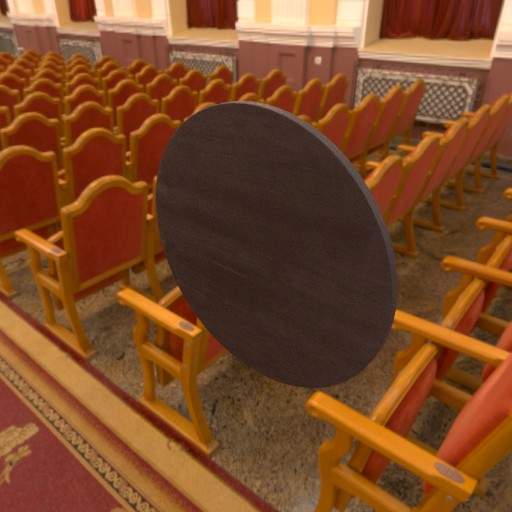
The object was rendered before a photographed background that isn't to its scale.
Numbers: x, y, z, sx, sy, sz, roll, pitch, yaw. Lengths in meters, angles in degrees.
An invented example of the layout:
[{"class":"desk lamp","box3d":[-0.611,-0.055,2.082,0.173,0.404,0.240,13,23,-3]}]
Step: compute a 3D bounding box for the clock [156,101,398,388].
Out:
[{"class":"clock","box3d":[0.000,0.000,0.895,0.595,0.595,0.029,23,37,34]}]
